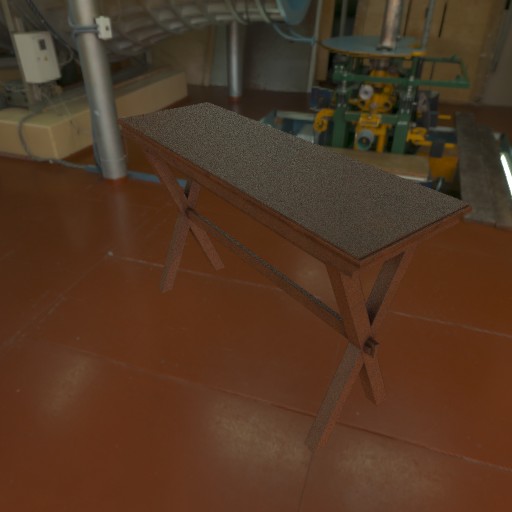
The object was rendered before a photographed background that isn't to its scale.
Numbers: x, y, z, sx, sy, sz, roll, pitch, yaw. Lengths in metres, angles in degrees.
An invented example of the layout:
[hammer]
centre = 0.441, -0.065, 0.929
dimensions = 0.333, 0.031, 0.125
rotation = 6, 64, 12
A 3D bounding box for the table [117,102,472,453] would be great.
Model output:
[table]
centre = 0.000, 0.000, 1.569
dimensions = 0.399, 0.763, 1.197
rotation = -23, 40, -30
